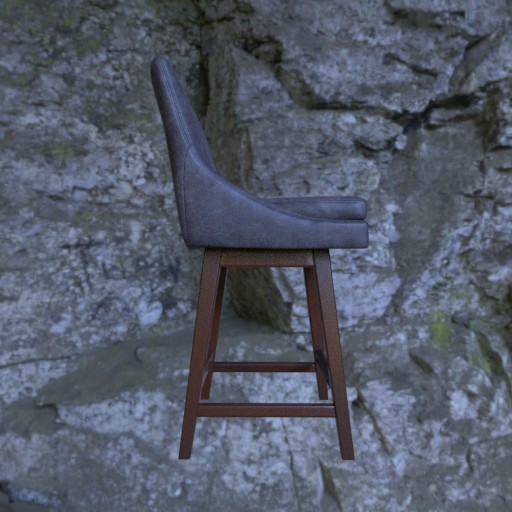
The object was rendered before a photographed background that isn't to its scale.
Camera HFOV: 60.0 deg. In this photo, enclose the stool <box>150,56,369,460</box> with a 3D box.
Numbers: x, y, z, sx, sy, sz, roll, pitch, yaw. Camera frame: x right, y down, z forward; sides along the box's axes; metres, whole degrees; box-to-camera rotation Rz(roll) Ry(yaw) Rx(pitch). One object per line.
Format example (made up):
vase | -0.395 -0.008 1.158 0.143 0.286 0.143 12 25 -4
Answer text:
stool | 0.000 0.000 1.368 0.587 1.046 0.492 0 2 0
